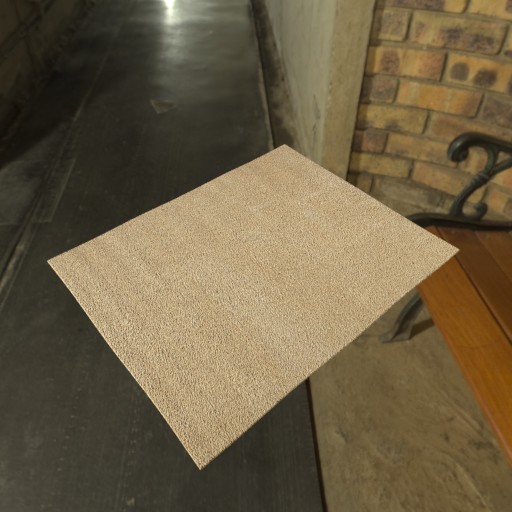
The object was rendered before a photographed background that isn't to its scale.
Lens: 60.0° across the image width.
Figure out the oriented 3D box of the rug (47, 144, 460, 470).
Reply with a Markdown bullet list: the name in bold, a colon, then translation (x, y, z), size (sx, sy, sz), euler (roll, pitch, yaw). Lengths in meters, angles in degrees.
- **rug**: translation (0.000, 0.000, 4.131), size (3.000, 0.025, 2.400), euler (-32, 54, -27)
